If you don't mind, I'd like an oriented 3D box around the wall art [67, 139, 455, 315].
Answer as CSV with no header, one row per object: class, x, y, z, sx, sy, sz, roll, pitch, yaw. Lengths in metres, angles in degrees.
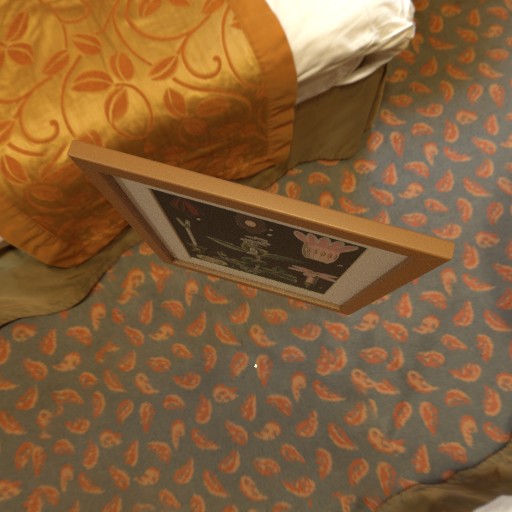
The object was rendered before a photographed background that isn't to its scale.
wall art,0.000,0.000,0.527,0.310,0.379,0.015,16,77,4
